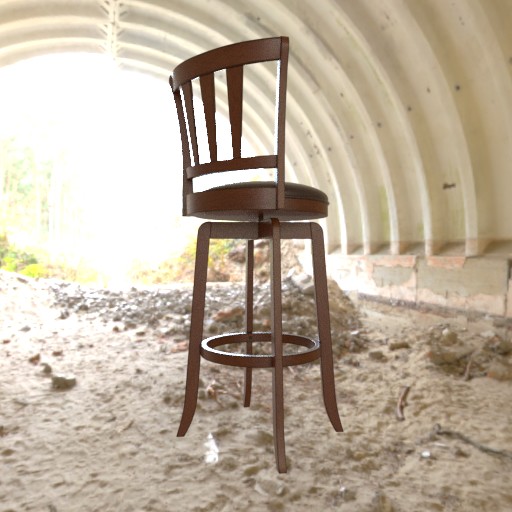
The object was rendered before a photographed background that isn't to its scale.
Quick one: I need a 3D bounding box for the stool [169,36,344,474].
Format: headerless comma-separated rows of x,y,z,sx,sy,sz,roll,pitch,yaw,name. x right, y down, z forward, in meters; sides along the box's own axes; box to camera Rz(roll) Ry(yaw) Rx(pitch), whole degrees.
0.000,0.000,1.447,0.464,1.177,0.503,0,0,37,stool
